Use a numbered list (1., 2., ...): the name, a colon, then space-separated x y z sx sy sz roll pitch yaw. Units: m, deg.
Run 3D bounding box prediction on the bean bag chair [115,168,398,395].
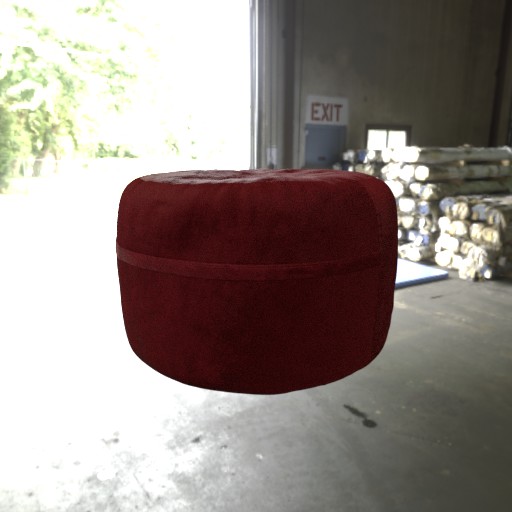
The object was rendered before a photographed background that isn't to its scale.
1. bean bag chair: 0.000 0.000 2.004 1.219 0.762 1.219 0 13 0
